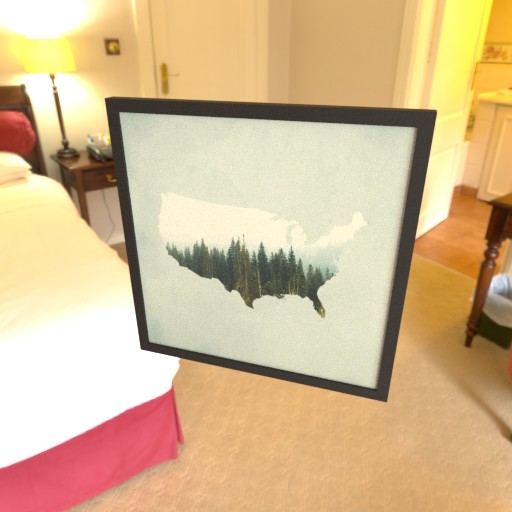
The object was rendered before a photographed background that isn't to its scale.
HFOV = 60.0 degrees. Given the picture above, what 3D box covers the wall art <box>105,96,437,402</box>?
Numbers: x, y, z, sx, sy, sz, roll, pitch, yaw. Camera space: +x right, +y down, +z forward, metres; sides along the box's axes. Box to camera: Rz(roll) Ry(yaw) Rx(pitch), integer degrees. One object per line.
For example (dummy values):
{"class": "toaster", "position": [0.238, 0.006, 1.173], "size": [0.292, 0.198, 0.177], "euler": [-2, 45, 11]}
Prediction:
{"class": "wall art", "position": [0.000, 0.000, 1.162], "size": [0.763, 0.763, 0.038], "euler": [8, 27, 16]}
